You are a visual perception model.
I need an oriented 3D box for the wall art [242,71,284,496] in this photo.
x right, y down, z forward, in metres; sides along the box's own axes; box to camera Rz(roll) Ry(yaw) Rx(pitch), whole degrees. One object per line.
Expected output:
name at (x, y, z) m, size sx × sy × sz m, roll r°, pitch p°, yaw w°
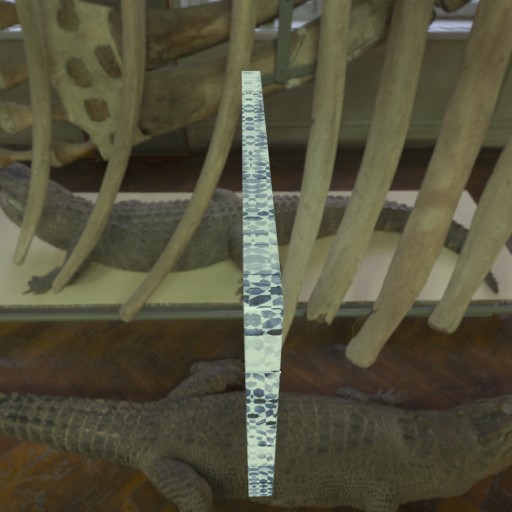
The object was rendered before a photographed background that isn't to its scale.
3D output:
wall art at (0.000, 0.000, 1.116) m, size 0.057 × 0.608 × 0.911 m, roll -1°, pitch 41°, yaw -1°
